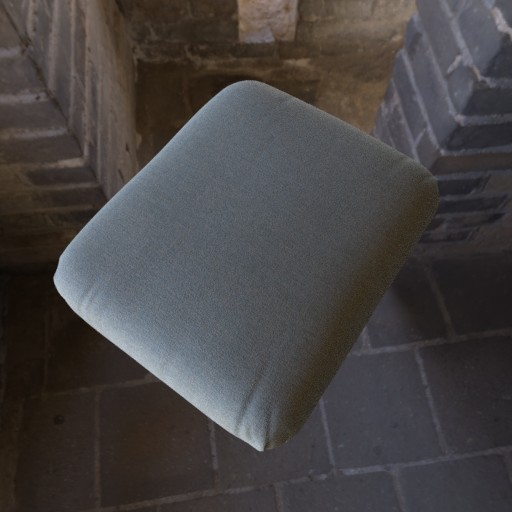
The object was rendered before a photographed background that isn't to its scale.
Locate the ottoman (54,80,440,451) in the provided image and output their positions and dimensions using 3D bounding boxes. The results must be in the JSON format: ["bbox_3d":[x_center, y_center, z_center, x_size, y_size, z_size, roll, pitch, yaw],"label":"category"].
[{"bbox_3d":[0.000,0.000,1.116,0.622,0.450,0.747,33,69,14],"label":"ottoman"}]
